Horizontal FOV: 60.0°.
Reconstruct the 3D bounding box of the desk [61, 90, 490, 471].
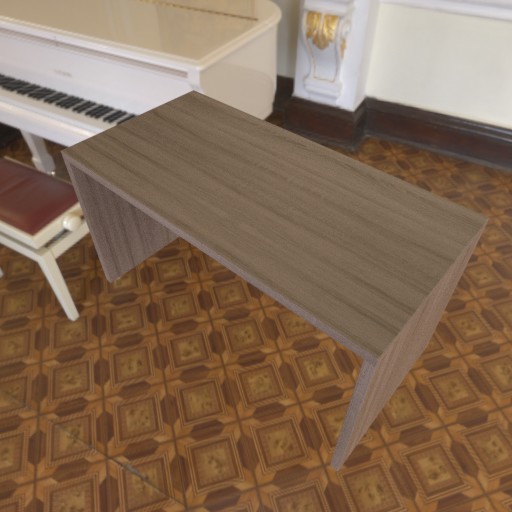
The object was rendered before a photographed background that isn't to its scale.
[{"bbox_3d":[0.000,0.000,1.817,1.380,0.745,0.690,32,53,28],"label":"desk"}]
